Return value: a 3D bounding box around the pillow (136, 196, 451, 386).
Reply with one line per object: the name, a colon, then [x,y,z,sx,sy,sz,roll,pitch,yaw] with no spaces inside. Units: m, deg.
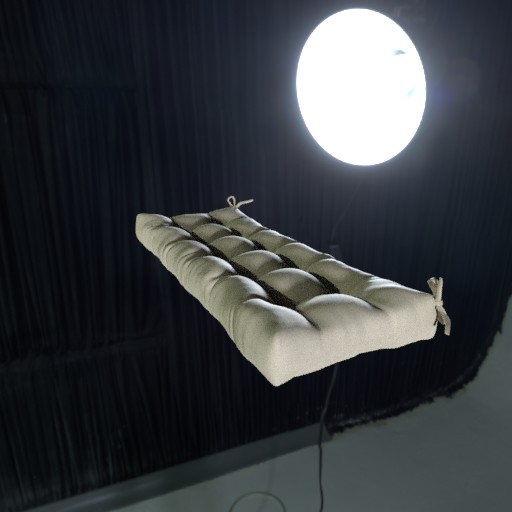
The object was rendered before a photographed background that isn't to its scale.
pillow: [0.000,0.000,1.382,0.511,0.174,1.194,-9,20,-26]
